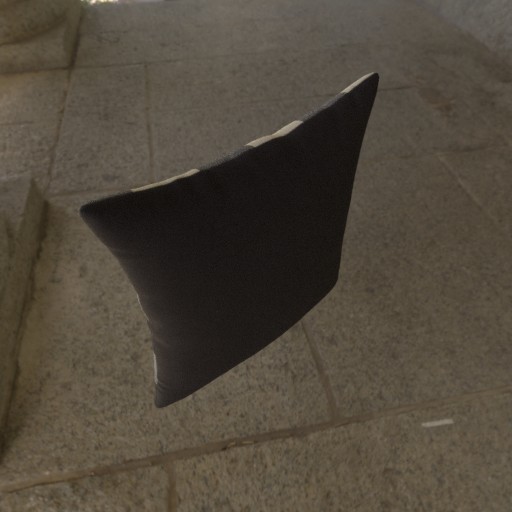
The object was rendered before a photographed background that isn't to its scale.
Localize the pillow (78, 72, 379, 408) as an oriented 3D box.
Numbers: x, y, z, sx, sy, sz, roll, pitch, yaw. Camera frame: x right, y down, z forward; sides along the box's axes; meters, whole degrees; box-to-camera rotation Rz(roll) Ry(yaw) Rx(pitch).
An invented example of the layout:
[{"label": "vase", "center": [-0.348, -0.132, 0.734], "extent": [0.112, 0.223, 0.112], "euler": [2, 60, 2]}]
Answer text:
[{"label": "pillow", "center": [0.000, 0.000, 0.781], "extent": [0.511, 0.509, 0.161], "euler": [-32, 55, -26]}]
